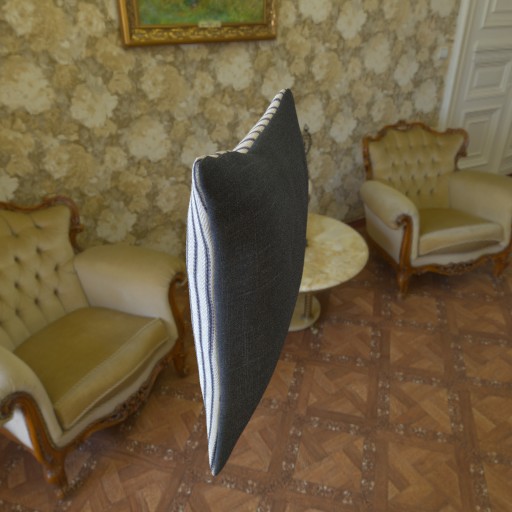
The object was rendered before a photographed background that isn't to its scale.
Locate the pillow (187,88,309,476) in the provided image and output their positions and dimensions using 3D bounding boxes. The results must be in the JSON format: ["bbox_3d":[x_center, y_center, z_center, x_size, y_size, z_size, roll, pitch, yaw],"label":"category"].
[{"bbox_3d":[0.000,0.000,0.699,0.138,0.444,0.468,7,30,12],"label":"pillow"}]
